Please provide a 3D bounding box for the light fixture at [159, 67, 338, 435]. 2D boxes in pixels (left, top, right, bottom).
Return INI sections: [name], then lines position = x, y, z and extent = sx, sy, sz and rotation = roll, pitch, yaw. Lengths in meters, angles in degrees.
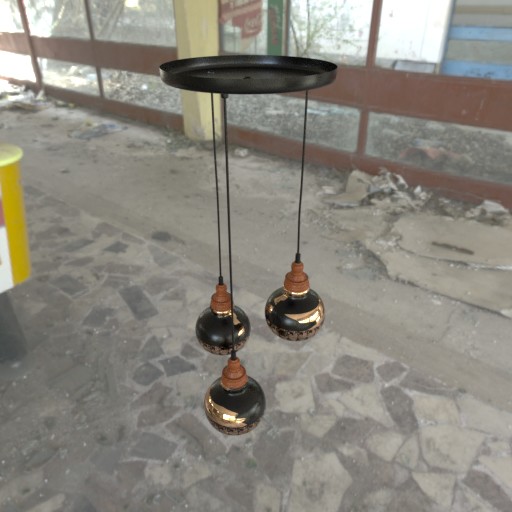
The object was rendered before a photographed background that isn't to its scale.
[light fixture]
position = 0.000, 0.000, 1.766
extent = 0.605, 1.410, 0.608
rotation = -8, 31, -13
